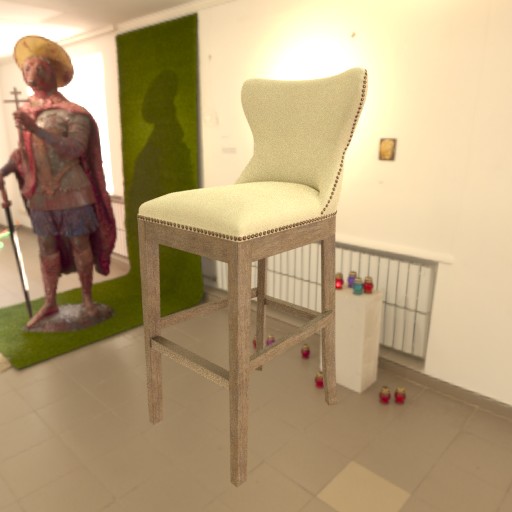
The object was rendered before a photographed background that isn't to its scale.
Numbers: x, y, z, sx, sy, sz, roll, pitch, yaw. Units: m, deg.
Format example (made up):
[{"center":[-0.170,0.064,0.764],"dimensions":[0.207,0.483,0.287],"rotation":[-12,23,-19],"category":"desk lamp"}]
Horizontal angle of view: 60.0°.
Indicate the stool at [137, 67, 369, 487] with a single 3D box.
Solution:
[{"center":[0.000,0.000,1.418],"dimensions":[0.494,1.123,0.606],"rotation":[14,21,41],"category":"stool"}]
